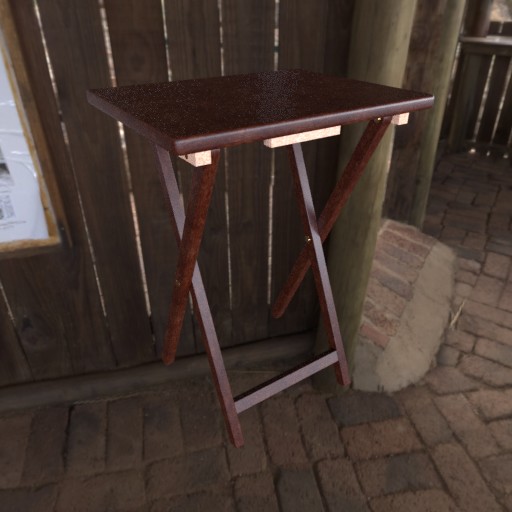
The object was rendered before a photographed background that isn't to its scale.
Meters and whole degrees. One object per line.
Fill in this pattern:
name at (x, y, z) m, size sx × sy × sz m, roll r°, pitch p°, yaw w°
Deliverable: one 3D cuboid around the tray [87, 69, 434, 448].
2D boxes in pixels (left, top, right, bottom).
tray at (0.000, 0.000, 0.938) m, size 0.483 × 0.660 × 0.381 m, roll -19°, pitch 35°, yaw -29°
